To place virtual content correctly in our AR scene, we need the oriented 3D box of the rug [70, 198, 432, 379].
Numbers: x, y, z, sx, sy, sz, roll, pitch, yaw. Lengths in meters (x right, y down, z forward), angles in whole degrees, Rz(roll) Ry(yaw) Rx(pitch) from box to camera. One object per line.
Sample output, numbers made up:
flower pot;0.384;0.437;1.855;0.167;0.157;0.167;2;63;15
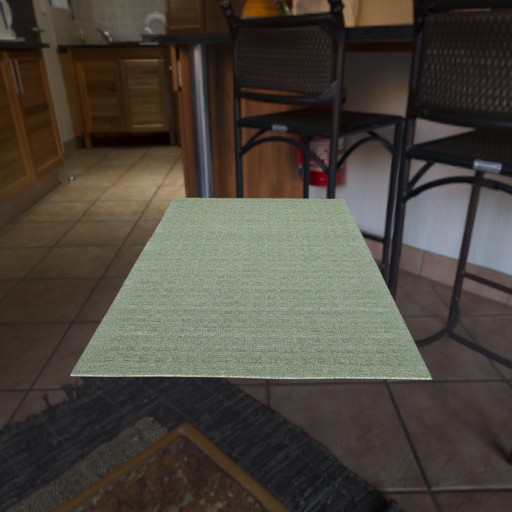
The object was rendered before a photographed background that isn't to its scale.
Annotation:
rug;0.000;0.000;2.180;1.143;0.006;1.747;0;26;1
